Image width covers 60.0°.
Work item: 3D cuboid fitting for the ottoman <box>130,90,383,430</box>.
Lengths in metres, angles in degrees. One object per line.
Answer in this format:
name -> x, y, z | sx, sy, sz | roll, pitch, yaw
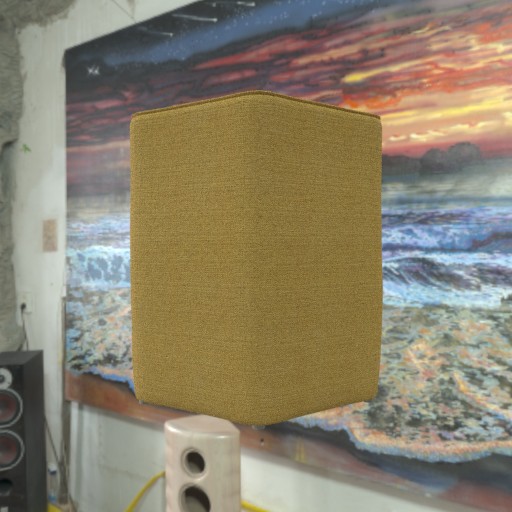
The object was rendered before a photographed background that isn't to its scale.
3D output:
ottoman -> 0.000, 0.000, 0.876 | 0.443, 0.502, 0.494 | 0, 1, -1
